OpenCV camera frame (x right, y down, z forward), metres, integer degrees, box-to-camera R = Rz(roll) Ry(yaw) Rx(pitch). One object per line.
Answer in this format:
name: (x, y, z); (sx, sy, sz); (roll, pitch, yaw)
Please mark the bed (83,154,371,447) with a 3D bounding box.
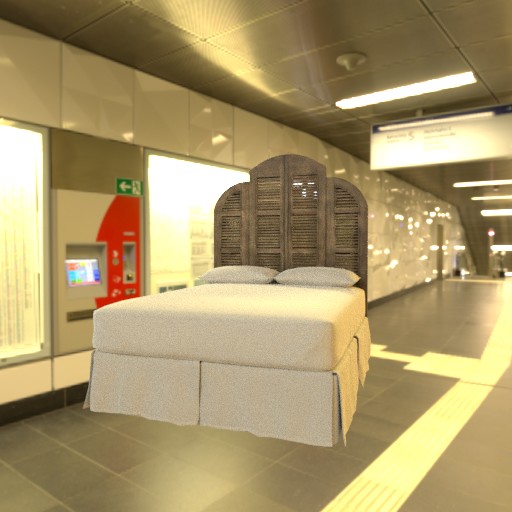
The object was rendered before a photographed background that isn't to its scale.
bed: (0.000, 0.000, 3.588); (1.713, 2.019, 2.138); (0, 1, 19)
